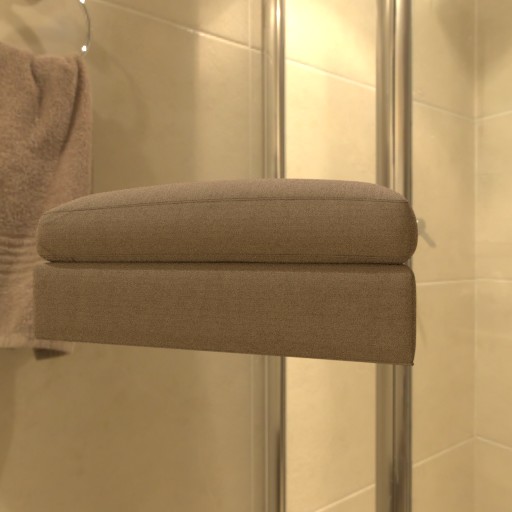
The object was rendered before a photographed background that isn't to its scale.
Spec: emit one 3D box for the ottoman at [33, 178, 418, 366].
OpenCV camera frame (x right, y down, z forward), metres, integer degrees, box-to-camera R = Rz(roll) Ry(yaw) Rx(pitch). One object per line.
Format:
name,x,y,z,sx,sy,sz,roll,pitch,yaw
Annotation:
ottoman,0.000,0.000,1.589,1.041,0.470,1.041,0,0,17
